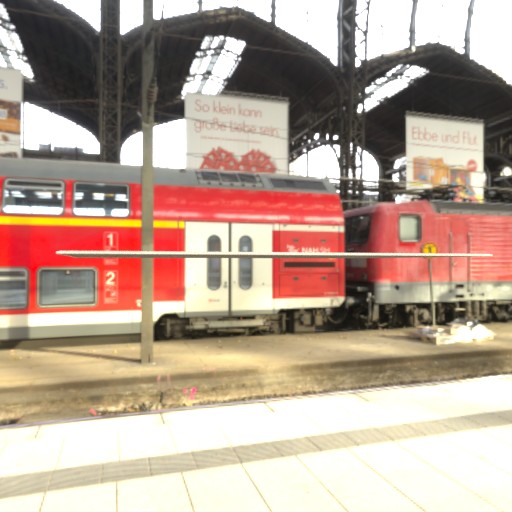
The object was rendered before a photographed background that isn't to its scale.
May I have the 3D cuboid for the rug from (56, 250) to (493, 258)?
[{"bbox_3d":[0.000,0.000,2.839,2.213,0.014,1.608,0,-1,-20],"label":"rug"}]
